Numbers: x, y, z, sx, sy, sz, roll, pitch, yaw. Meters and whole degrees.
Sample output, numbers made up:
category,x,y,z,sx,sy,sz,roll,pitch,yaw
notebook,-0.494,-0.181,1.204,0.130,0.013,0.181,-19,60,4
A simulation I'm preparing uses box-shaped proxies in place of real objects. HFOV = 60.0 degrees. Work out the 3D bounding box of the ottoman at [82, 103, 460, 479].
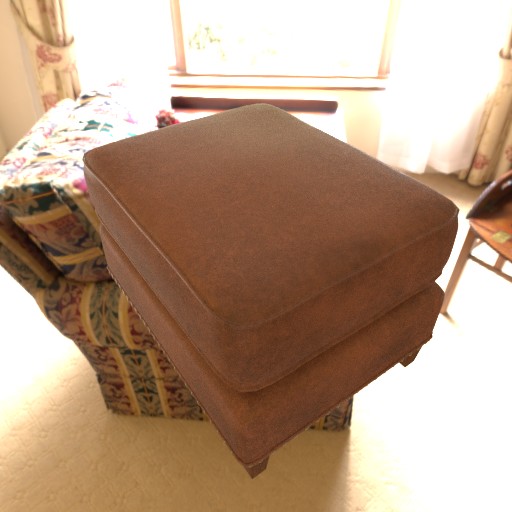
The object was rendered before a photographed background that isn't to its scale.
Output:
category,x,y,z,sx,sy,sz,roll,pitch,yaw
ottoman,0.000,0.000,1.109,0.589,0.537,0.738,-25,46,-26
